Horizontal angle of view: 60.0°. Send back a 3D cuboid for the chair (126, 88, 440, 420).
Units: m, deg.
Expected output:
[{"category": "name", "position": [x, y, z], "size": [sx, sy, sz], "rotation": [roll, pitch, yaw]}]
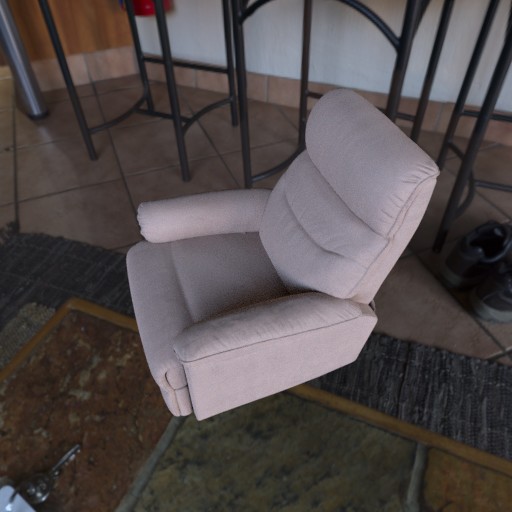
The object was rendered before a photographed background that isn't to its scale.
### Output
[{"category": "chair", "position": [0.000, 0.000, 1.742], "size": [1.004, 1.037, 0.820], "rotation": [-15, 48, -14]}]
